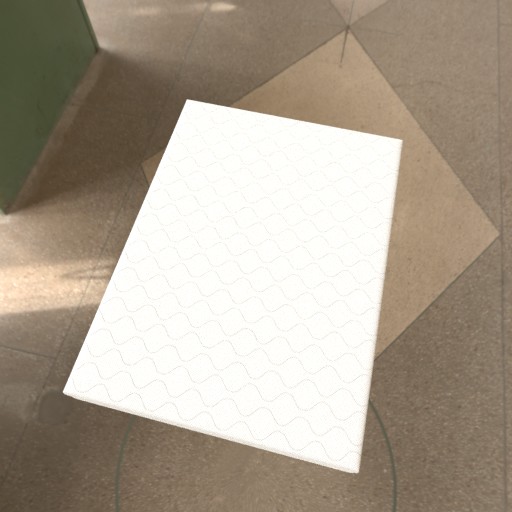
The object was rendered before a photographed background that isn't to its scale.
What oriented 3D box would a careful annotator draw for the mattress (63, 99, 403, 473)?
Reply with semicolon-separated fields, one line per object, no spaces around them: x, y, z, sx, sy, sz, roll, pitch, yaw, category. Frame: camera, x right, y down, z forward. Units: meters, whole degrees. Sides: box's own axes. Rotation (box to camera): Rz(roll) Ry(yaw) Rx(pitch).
0.000;0.000;2.473;1.400;0.200;1.900;13;65;6;mattress
